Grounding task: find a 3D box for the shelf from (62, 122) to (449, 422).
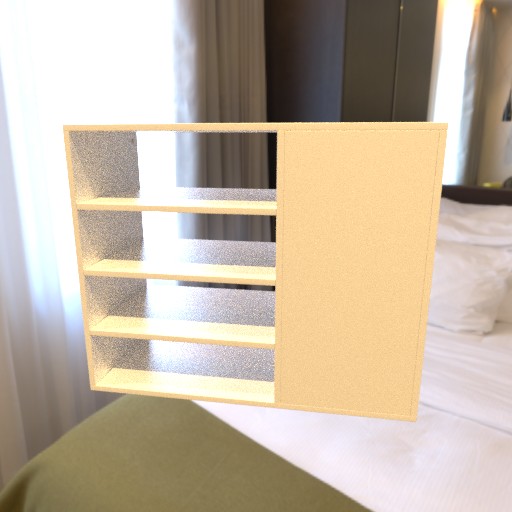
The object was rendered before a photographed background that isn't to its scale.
[{"bbox_3d":[0.000,0.000,1.293,0.895,0.732,0.396,2,15,9],"label":"shelf"}]
